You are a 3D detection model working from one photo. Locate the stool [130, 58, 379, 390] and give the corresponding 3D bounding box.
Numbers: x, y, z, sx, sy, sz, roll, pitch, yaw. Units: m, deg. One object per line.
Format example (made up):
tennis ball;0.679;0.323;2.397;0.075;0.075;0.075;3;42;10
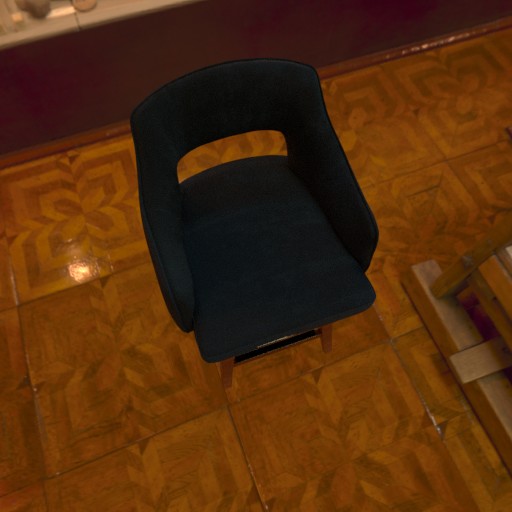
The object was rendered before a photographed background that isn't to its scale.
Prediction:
stool;0.000;0.000;1.305;0.550;0.940;0.560;-17;66;-8
